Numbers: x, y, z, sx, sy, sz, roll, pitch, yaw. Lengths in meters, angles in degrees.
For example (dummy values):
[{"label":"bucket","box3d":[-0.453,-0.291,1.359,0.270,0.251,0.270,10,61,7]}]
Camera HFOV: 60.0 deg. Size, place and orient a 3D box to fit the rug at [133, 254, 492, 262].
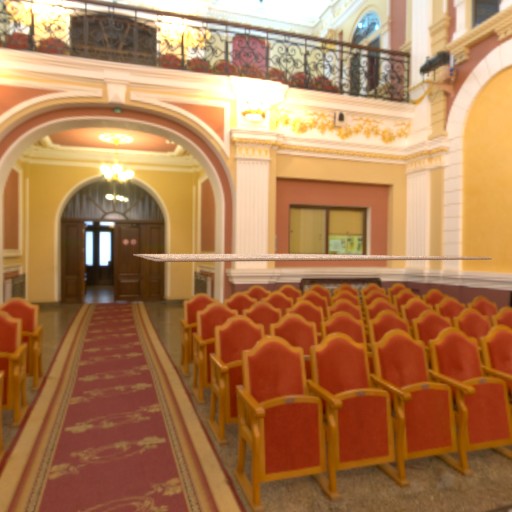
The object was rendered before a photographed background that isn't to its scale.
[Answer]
[{"label":"rug","box3d":[0.000,0.000,2.974,1.524,0.011,2.438,0,1,-17]}]
